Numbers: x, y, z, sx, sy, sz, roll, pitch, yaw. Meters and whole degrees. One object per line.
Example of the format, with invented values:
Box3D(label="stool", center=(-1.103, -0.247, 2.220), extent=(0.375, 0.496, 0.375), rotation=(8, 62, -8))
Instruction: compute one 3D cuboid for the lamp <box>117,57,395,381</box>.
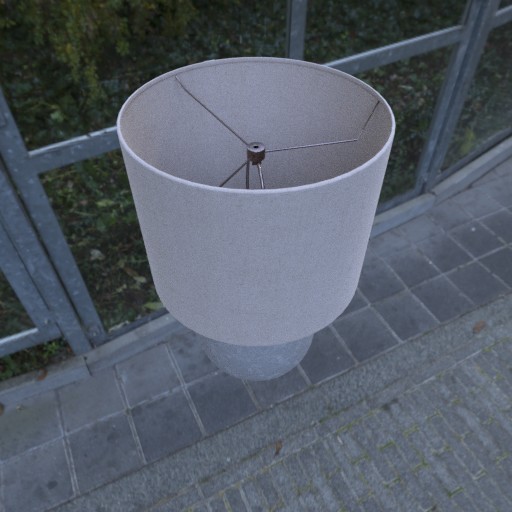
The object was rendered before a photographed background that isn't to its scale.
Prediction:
Box3D(label="lamp", center=(0.000, 0.000, 0.581), extent=(0.269, 0.409, 0.269), rotation=(-9, 46, -9))
